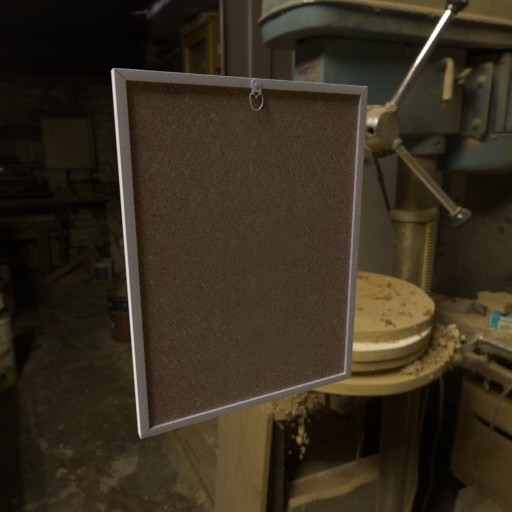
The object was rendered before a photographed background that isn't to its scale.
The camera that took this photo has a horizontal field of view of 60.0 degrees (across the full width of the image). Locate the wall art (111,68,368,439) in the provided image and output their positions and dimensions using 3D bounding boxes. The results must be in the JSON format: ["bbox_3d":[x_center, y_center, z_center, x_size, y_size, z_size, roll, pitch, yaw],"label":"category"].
[{"bbox_3d":[0.000,0.000,1.415,0.805,1.056,0.042,-7,16,-26],"label":"wall art"}]
